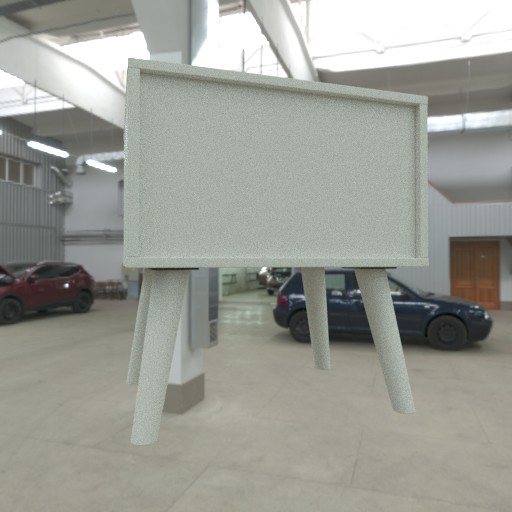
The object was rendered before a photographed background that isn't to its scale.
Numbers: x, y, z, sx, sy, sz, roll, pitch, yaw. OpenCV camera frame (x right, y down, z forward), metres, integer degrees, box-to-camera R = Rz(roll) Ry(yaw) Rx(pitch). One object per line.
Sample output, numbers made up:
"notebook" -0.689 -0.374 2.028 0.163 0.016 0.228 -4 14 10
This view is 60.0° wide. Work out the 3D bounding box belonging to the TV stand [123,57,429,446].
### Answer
"TV stand" 0.000 0.000 0.894 0.508 0.559 0.405 0 -1 -17
